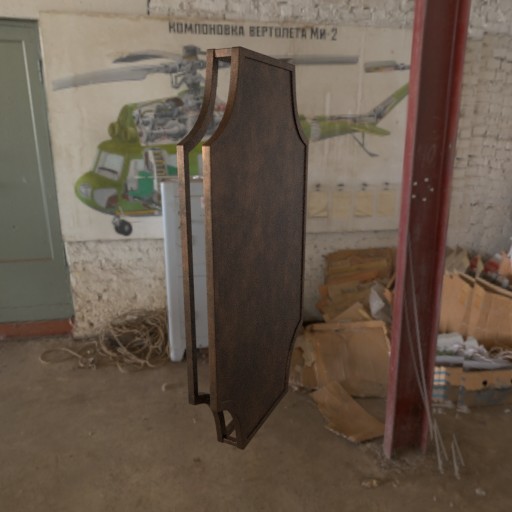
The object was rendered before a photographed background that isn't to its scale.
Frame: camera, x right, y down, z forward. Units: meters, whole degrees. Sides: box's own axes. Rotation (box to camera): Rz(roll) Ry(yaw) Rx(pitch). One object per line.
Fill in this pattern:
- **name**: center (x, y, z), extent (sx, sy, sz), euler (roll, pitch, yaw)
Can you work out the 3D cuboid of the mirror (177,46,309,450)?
- **mirror**: center (0.000, 0.000, 0.984), extent (0.066, 0.811, 0.462), euler (8, 17, 25)
